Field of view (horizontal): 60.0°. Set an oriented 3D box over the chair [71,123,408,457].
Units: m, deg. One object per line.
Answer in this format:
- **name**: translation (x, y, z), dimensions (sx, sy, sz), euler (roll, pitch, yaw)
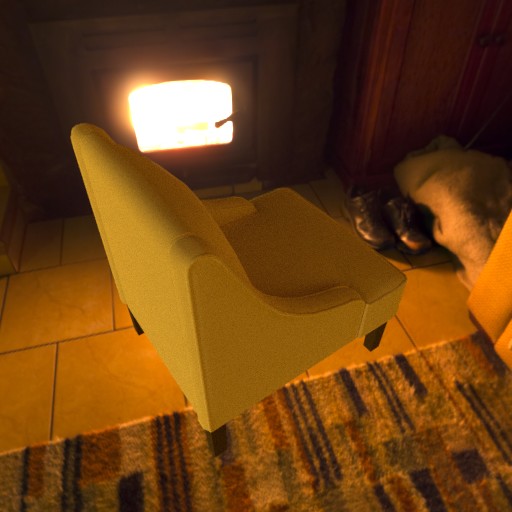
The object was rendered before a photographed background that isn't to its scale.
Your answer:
- **chair**: translation (0.000, 0.000, 1.478), dimensions (0.806, 0.886, 0.689), euler (-26, 49, -25)
